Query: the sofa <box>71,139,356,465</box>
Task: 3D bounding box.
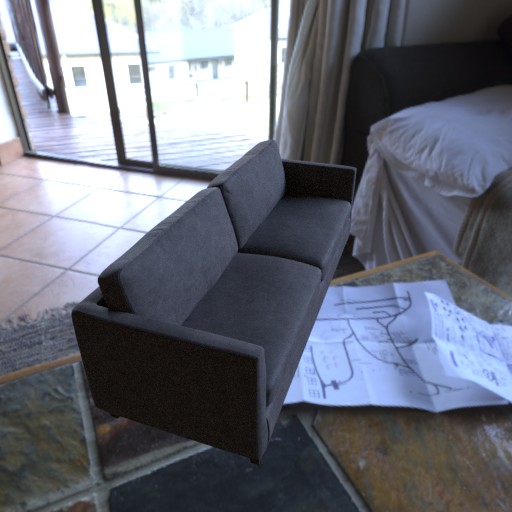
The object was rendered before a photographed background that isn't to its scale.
[{"bbox_3d":[0.000,0.000,2.969,0.951,0.965,2.434,10,32,17],"label":"sofa"}]
